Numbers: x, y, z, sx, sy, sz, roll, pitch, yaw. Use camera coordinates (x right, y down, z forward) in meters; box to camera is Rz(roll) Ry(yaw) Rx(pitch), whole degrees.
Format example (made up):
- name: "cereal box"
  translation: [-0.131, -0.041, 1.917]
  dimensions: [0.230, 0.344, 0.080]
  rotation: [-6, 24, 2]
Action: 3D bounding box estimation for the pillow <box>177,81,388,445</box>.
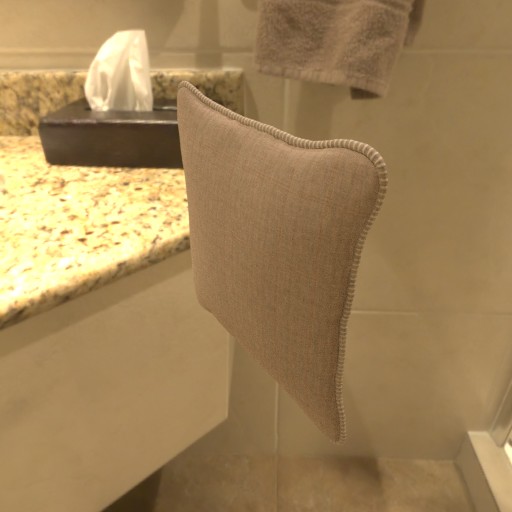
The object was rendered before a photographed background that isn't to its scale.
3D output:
- name: "pillow"
  translation: [0.000, 0.000, 0.748]
  dimensions: [0.124, 0.494, 0.485]
  rotation: [-20, 37, -29]
